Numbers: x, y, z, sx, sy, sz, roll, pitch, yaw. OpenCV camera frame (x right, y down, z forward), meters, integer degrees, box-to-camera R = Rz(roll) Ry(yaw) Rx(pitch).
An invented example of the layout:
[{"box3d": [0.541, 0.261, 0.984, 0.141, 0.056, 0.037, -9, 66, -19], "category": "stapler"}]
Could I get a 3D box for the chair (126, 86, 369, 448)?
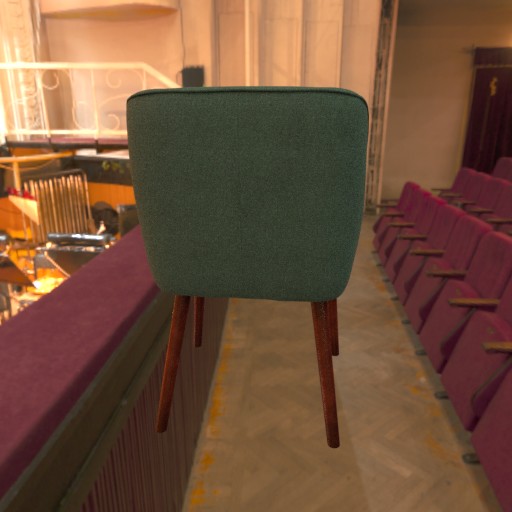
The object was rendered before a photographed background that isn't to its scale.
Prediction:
[{"box3d": [0.000, 0.000, 1.165, 0.543, 0.803, 0.519, 2, 17, 7], "category": "chair"}]
